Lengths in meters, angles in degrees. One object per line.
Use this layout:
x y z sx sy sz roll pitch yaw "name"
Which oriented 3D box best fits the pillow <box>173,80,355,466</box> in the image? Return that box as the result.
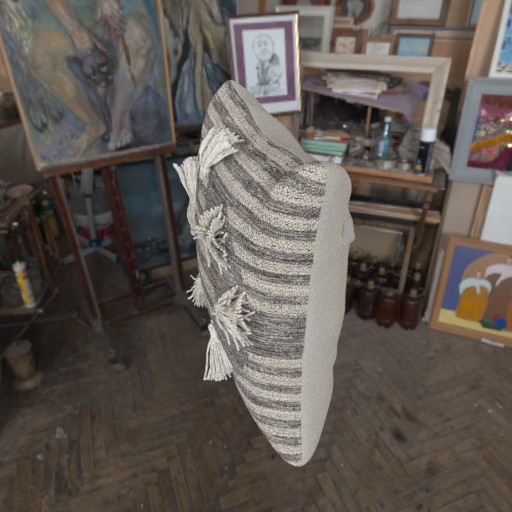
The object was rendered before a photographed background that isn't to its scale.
0.000 0.000 0.757 0.234 0.490 0.484 -8 32 -12 "pillow"
